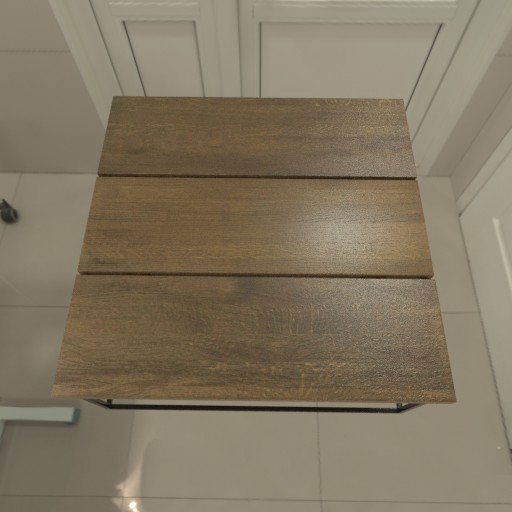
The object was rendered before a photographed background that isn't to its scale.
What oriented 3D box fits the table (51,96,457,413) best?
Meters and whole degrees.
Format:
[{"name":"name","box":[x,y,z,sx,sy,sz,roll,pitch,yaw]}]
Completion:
[{"name":"table","box":[0.000,0.000,1.358,0.900,0.400,0.900,1,64,0]}]
